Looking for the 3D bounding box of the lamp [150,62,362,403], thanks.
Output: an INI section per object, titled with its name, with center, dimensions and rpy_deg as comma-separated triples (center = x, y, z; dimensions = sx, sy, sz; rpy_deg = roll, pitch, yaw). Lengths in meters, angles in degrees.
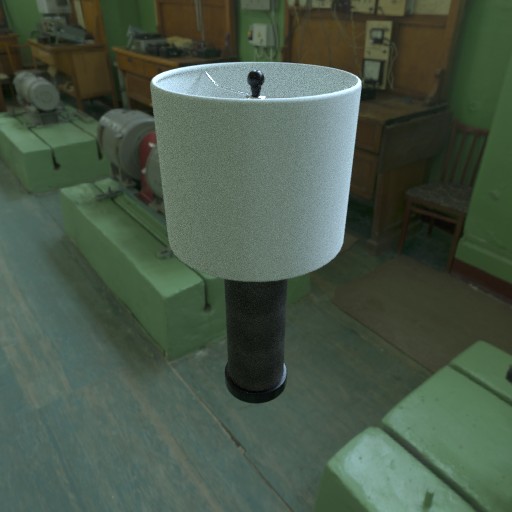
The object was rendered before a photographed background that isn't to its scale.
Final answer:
[lamp]
center = 0.000, 0.000, 0.810
dimensions = 0.305, 0.634, 0.305
rpy_deg = -23, 38, -32
